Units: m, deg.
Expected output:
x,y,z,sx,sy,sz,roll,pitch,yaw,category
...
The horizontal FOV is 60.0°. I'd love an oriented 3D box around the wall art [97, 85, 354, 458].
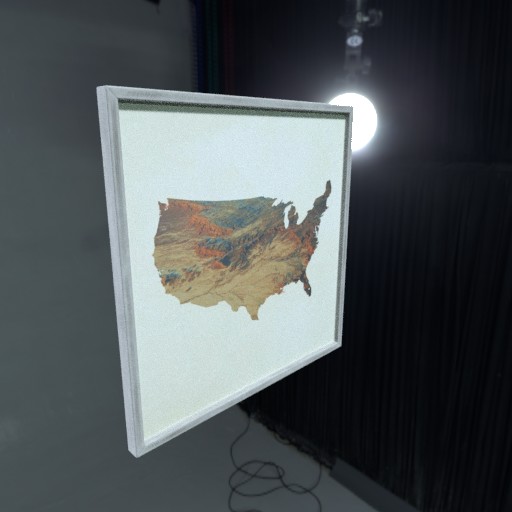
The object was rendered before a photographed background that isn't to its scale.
x,y,z,sx,sy,sz,roll,pitch,yaw,category
0.000,0.000,0.451,0.303,0.303,0.015,-14,21,-43,wall art
